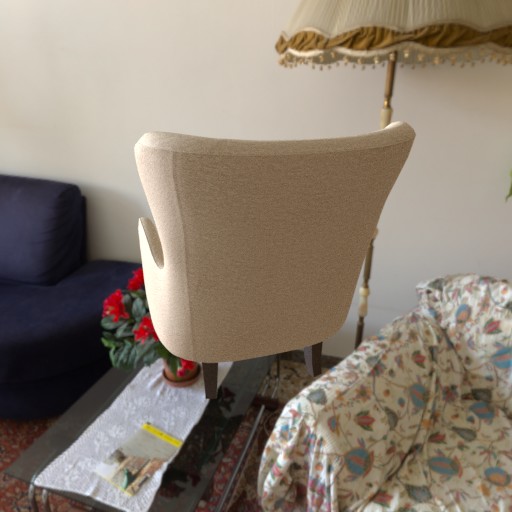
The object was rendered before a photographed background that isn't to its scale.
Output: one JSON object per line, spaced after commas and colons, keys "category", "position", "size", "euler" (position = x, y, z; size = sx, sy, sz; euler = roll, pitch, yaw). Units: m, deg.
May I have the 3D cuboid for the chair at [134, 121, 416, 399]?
{"category": "chair", "position": [0.000, 0.000, 1.746], "size": [0.861, 1.064, 0.984], "euler": [-7, 24, -16]}
